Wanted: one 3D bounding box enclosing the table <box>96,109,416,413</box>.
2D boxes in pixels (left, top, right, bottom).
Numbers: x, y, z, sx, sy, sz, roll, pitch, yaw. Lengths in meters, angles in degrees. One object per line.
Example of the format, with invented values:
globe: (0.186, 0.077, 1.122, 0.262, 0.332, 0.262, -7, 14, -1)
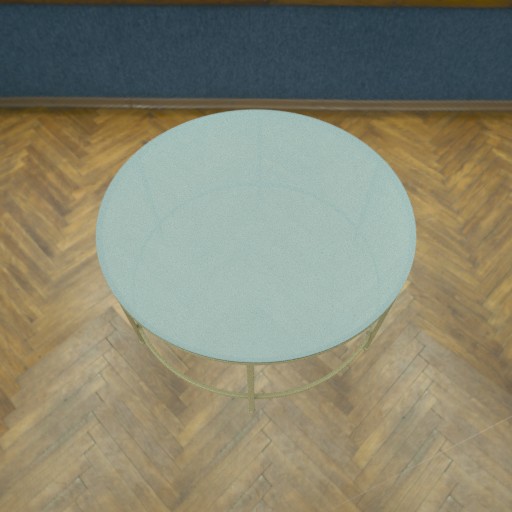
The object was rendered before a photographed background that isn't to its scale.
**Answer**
table: (0.000, 0.000, 1.484, 0.914, 0.470, 0.914, 0, 57, 0)
